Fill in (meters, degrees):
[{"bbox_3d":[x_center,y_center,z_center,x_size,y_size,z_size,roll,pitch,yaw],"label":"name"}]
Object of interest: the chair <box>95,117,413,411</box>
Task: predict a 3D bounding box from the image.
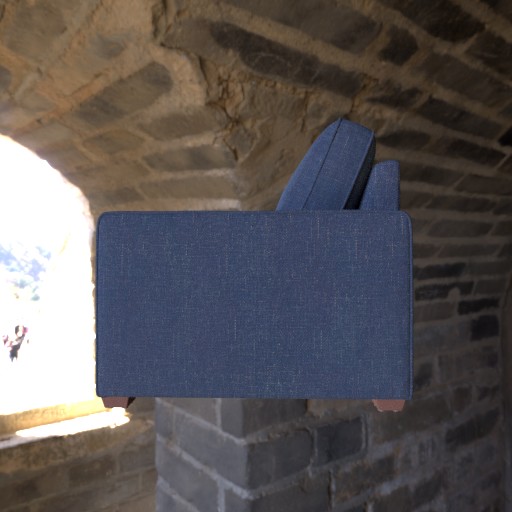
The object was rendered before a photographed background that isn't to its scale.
[{"bbox_3d":[0.000,0.000,1.772,0.940,0.919,1.017,0,0,2],"label":"chair"}]
